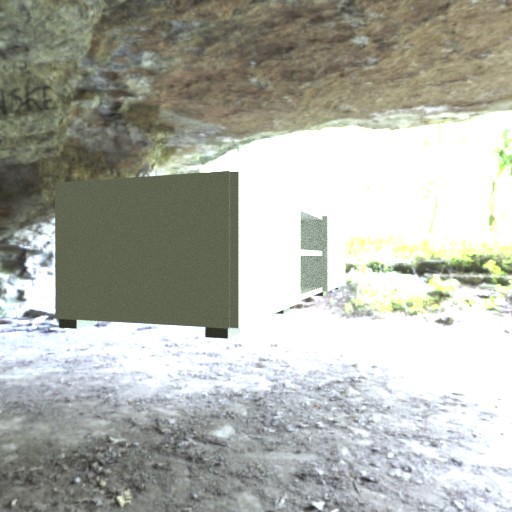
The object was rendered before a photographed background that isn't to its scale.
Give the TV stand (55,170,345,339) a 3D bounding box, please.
[{"bbox_3d":[0.000,0.000,1.536,0.420,0.310,1.400,0,0,19],"label":"TV stand"}]
